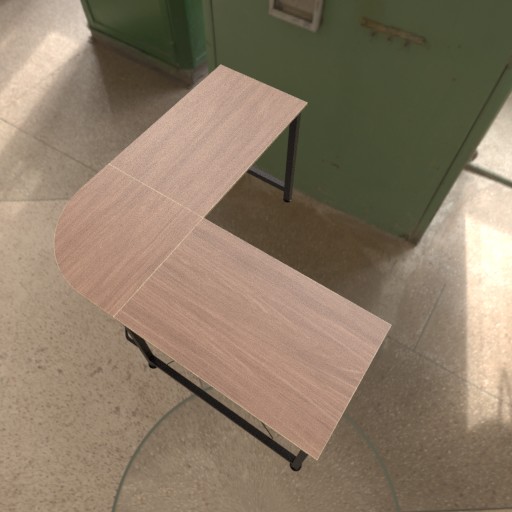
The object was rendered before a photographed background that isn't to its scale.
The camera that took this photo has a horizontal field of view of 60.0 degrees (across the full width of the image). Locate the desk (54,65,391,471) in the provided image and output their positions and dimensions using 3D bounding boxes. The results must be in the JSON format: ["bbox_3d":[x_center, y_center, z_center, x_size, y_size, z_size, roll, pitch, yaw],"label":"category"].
[{"bbox_3d":[0.000,0.000,2.204,1.400,0.762,1.400,30,63,17],"label":"desk"}]
